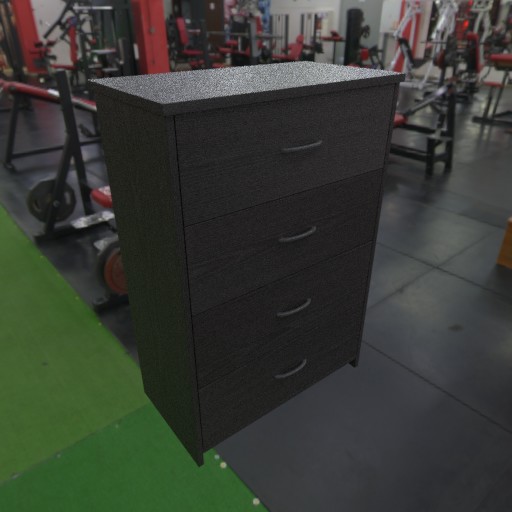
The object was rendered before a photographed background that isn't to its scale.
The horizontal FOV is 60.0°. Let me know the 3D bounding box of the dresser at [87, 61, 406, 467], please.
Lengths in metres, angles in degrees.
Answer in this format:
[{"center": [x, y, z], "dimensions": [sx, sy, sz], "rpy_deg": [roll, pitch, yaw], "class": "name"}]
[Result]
[{"center": [0.000, 0.000, 1.349], "dimensions": [0.704, 1.020, 0.399], "rpy_deg": [-21, 35, -32], "class": "dresser"}]
